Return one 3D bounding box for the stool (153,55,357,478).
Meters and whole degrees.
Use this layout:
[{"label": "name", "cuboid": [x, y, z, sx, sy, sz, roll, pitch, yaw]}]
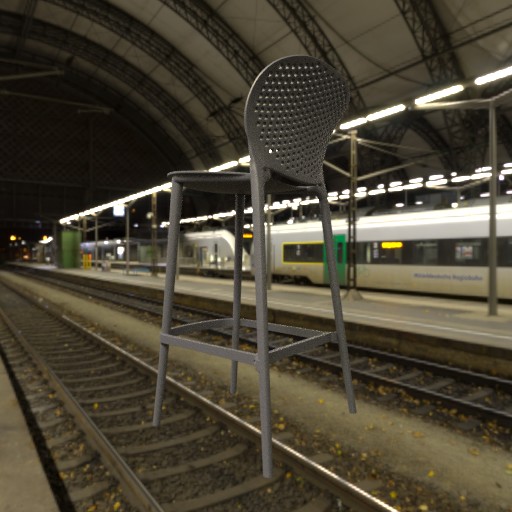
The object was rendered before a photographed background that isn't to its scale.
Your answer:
[{"label": "stool", "cuboid": [0.000, 0.000, 1.383, 0.535, 1.045, 0.536, 0, 0, 35]}]
